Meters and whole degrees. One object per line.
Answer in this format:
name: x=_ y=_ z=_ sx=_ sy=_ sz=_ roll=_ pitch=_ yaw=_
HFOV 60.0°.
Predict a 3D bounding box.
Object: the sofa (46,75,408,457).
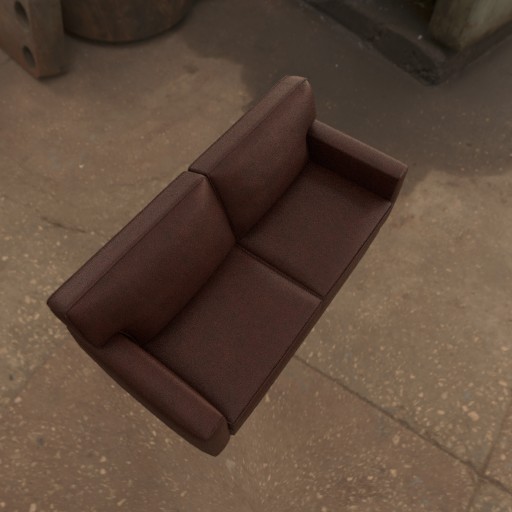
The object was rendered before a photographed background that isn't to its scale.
sofa: x=0.000 y=0.000 z=2.413 sx=0.912 sy=0.928 sz=1.876 roll=32 pitch=65 yaw=18
